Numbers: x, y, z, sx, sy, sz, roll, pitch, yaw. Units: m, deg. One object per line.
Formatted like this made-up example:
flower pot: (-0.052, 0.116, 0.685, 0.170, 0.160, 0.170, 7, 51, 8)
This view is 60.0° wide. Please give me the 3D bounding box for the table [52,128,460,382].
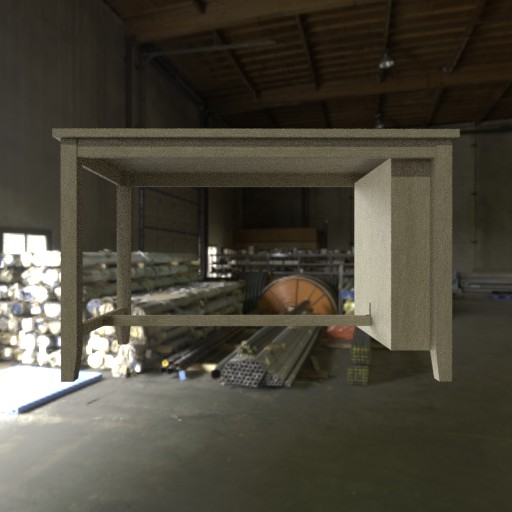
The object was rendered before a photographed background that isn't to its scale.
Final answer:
table: (0.000, 0.000, 1.885, 1.397, 0.874, 0.729, 0, 0, 0)
